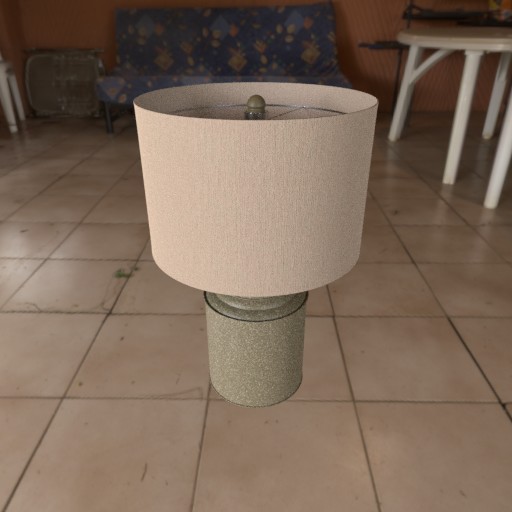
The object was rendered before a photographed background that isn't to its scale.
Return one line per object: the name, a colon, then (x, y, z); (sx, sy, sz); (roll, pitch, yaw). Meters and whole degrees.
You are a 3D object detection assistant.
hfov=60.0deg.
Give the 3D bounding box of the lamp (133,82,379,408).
lamp: (0.000, 0.000, 0.704); (0.318, 0.486, 0.318); (0, 28, 0)
